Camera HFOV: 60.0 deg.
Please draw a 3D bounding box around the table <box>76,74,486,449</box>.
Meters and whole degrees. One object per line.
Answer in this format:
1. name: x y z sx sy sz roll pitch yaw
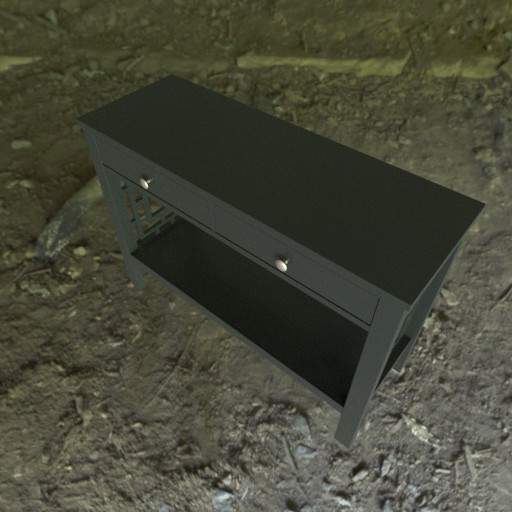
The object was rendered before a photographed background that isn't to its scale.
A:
1. table: 0.000 0.000 1.436 1.068 0.753 0.397 31 54 26
